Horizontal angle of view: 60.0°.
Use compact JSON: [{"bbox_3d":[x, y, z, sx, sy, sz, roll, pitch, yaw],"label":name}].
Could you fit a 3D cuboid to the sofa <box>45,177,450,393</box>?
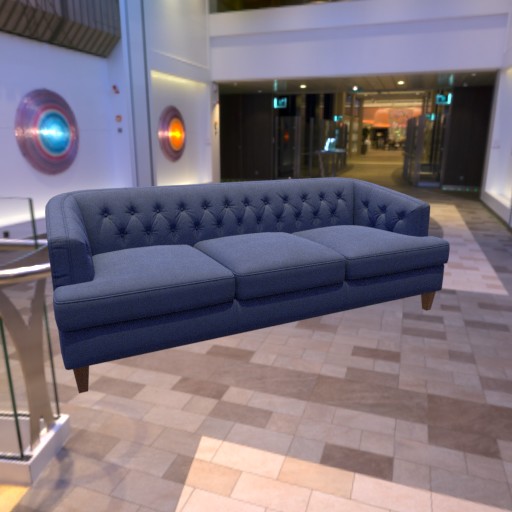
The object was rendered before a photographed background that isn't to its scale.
[{"bbox_3d":[0.000,0.000,2.621,2.235,0.787,0.914,-8,17,-26],"label":"sofa"}]
